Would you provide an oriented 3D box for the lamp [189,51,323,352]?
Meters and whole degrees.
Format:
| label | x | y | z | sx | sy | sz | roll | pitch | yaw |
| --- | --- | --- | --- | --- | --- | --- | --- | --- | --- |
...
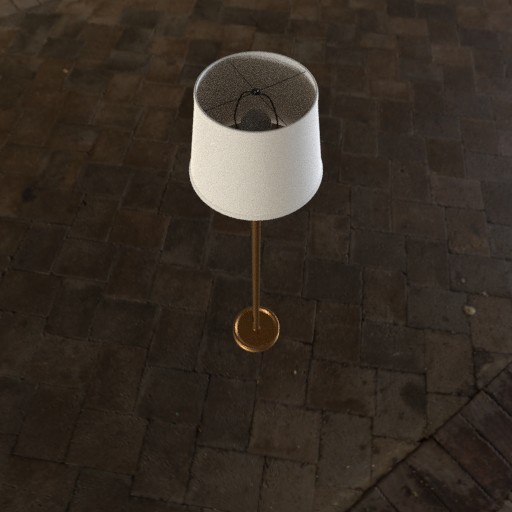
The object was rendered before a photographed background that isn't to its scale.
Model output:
| label | x | y | z | sx | sy | sz | roll | pitch | yaw |
| --- | --- | --- | --- | --- | --- | --- | --- | --- | --- |
| lamp | 0.000 | 0.000 | 0.793 | 0.178 | 0.710 | 0.178 | 0 | 59 | 0 |
